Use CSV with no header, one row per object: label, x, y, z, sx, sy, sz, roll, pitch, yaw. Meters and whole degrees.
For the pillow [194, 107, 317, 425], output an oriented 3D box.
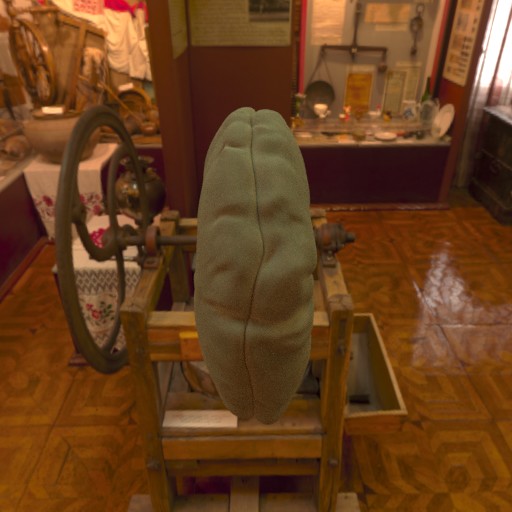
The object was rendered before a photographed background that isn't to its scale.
pillow,0.000,0.000,0.643,0.148,0.407,0.428,1,32,1
